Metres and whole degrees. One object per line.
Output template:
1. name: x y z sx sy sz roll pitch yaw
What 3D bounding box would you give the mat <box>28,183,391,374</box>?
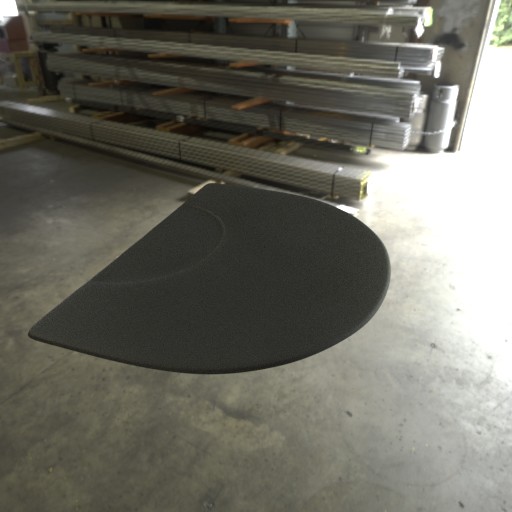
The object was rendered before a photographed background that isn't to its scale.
1. mat: 0.000 0.000 1.560 0.917 0.016 1.220 10 31 16
